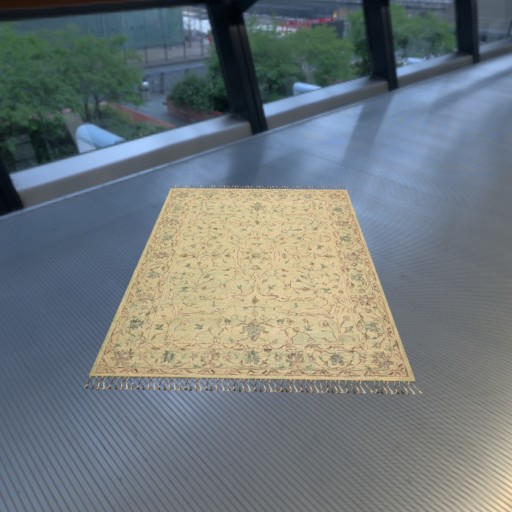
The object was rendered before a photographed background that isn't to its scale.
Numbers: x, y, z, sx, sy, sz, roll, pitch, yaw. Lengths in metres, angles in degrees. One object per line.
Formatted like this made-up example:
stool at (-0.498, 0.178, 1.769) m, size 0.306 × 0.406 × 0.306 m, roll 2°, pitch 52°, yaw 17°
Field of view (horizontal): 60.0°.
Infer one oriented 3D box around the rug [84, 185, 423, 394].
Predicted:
rug at (0.000, 0.000, 2.354) m, size 1.247 × 0.008 × 1.802 m, roll 1°, pitch 33°, yaw 1°
